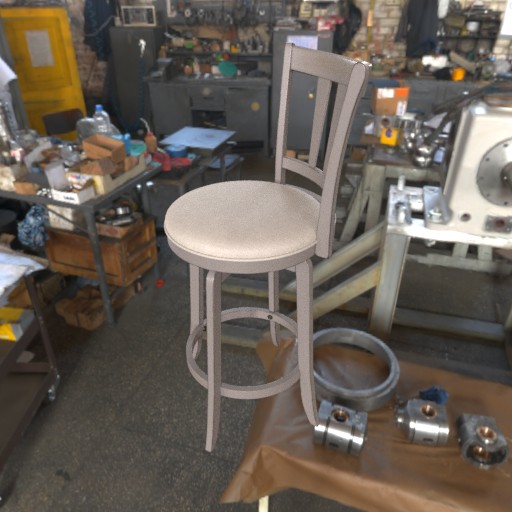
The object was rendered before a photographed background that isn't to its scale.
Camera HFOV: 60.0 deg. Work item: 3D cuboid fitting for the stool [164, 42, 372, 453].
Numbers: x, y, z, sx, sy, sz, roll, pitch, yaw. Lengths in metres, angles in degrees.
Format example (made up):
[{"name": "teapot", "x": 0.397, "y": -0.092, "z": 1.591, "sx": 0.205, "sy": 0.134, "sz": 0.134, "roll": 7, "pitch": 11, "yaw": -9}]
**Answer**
[{"name": "stool", "x": 0.000, "y": 0.000, "z": 1.221, "sx": 0.475, "sy": 1.023, "sz": 0.436, "roll": -8, "pitch": 31, "yaw": -13}]
